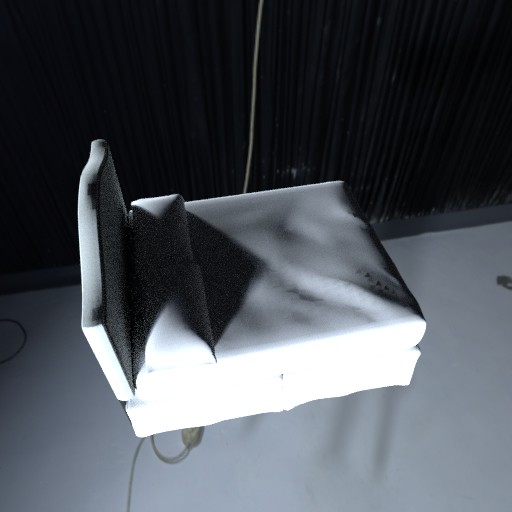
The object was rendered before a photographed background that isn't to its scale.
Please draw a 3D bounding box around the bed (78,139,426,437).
[{"bbox_3d":[0.000,0.000,3.356,2.180,1.607,1.813,-9,48,-9],"label":"bed"}]
